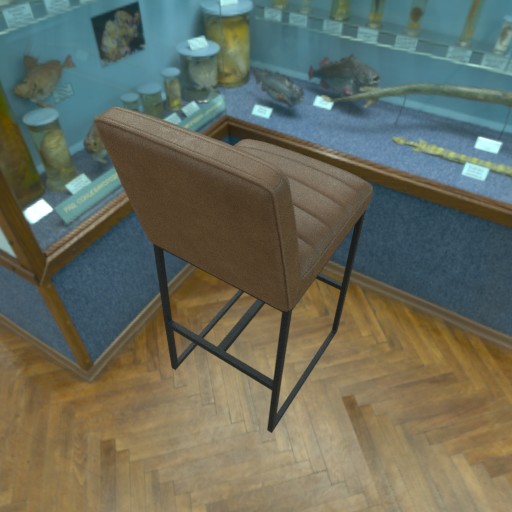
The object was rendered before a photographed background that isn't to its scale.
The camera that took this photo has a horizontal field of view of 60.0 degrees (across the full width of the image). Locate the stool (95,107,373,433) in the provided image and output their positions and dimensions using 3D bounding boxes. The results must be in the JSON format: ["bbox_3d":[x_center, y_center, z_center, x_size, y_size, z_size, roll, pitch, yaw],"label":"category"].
[{"bbox_3d":[0.000,0.000,1.316,0.458,1.040,0.556,26,51,23],"label":"stool"}]
